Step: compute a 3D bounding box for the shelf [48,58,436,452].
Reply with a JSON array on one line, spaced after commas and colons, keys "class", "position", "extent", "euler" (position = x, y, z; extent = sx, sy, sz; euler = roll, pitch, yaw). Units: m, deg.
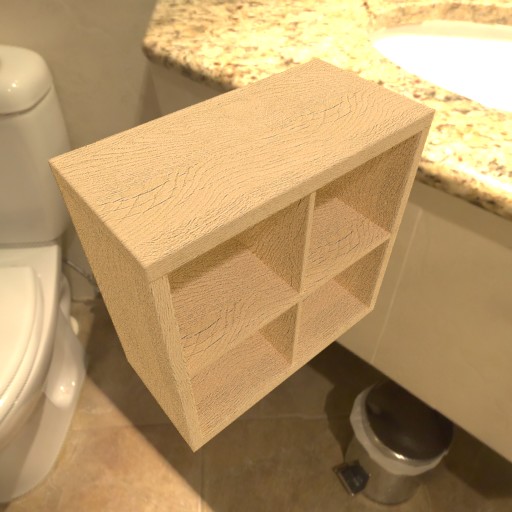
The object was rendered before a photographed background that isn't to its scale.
[{"class": "shelf", "position": [0.000, 0.000, 1.265], "extent": [0.790, 0.786, 0.390], "euler": [-31, 54, -26]}]
